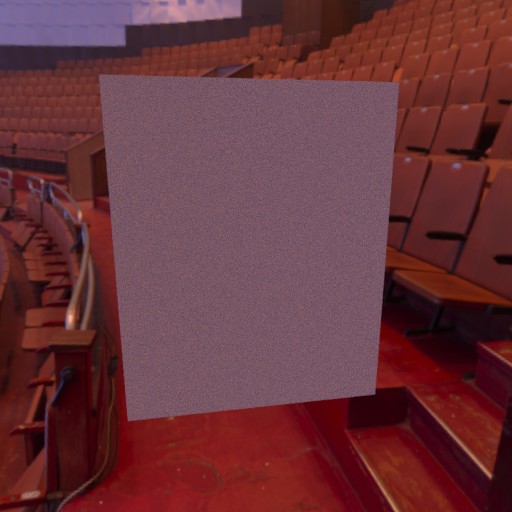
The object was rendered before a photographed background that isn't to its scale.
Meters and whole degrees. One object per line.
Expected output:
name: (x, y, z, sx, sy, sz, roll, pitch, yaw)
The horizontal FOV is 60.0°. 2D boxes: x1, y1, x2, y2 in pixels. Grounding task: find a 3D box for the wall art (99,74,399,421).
wall art: (0.000, 0.000, 0.745, 0.451, 0.553, 0.039, -3, 15, -10)
